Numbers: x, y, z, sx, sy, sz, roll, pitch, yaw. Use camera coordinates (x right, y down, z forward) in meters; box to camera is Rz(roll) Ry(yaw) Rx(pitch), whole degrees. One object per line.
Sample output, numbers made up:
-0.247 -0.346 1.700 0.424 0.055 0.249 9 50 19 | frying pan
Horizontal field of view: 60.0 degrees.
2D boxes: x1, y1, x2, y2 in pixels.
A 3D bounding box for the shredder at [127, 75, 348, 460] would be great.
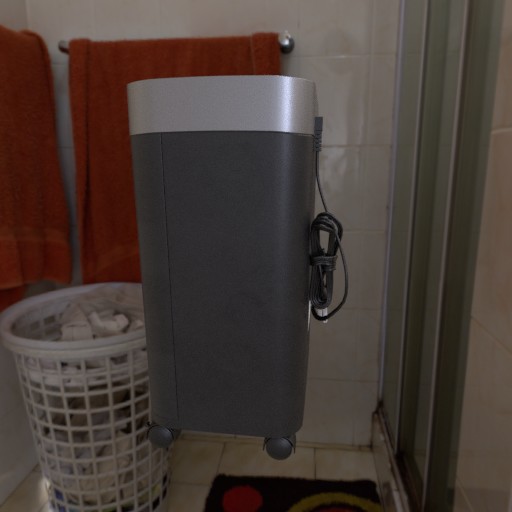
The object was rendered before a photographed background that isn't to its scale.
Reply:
0.000 0.000 0.610 0.237 0.419 0.311 2 13 8 | shredder
